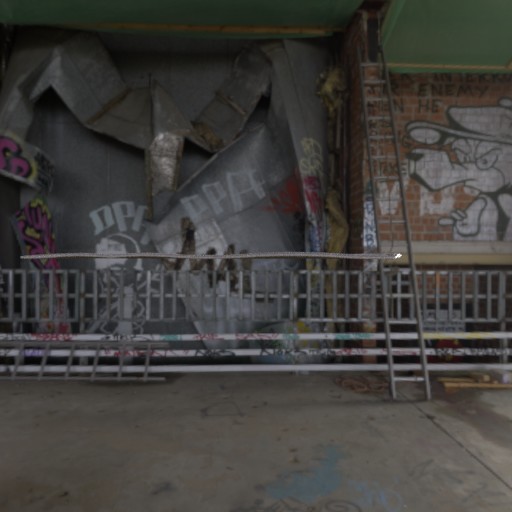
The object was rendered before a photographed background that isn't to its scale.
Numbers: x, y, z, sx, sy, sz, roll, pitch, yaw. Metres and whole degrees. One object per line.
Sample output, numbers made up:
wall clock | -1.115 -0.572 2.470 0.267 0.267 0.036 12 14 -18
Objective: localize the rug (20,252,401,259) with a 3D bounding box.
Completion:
rug | 0.000 0.000 0.886 0.551 0.008 0.642 0 0 18
